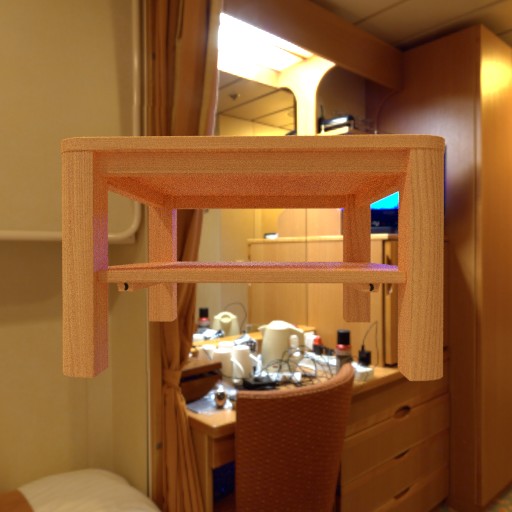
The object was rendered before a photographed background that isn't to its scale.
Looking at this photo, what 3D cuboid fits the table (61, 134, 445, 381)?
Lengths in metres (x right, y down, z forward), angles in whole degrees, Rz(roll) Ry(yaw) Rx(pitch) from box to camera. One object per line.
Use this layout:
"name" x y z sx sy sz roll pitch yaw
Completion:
"table" 0.000 0.000 1.190 0.750 0.450 0.750 0 1 2
